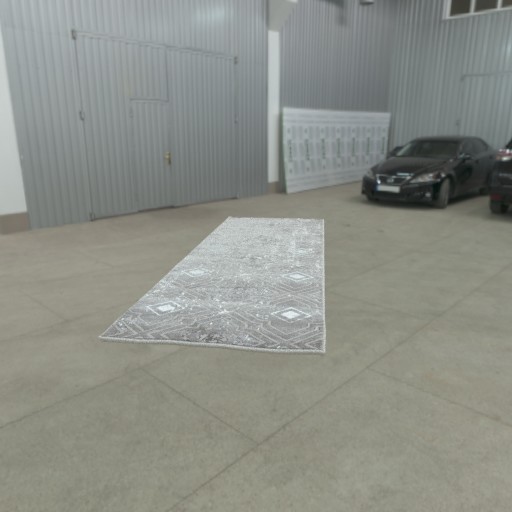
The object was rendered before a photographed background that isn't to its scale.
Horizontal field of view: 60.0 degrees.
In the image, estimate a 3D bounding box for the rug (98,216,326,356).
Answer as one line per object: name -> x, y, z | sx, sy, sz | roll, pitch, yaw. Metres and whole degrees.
rug -> 0.000, 0.000, 2.710 | 0.832, 0.035, 2.381 | 2, 16, 8
